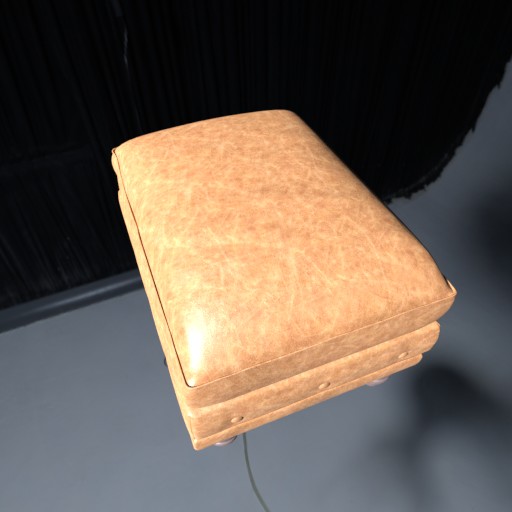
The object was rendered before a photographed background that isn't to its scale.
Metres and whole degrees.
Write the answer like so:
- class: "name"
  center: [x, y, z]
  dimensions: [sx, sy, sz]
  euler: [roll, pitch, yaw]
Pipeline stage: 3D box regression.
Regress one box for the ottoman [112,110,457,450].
- class: "ottoman"
  center: [0.000, 0.000, 1.054]
  dimensions: [0.533, 0.480, 0.710]
  euler: [-16, 48, -15]
